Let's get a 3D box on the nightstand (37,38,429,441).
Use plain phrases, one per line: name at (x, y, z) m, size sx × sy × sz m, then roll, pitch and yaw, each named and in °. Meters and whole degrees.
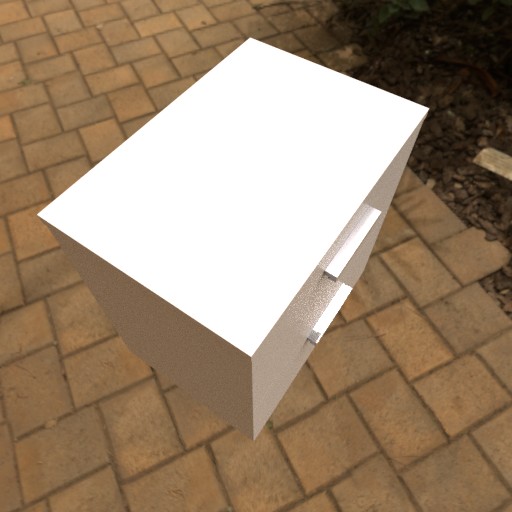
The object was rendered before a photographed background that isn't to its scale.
nightstand at (0.000, 0.000, 0.766) m, size 0.325 × 0.460 × 0.441 m, roll 30°, pitch 62°, yaw 18°
